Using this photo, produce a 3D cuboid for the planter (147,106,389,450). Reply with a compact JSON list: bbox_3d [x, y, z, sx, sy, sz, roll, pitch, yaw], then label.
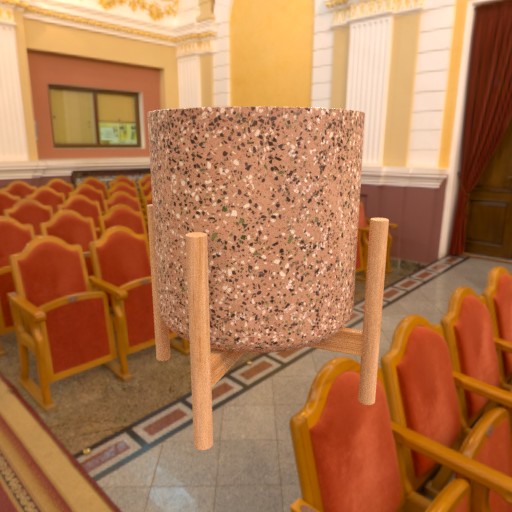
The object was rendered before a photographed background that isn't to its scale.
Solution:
[{"bbox_3d":[0.000,0.000,0.687,0.360,0.419,0.360,14,20,43],"label":"planter"}]
